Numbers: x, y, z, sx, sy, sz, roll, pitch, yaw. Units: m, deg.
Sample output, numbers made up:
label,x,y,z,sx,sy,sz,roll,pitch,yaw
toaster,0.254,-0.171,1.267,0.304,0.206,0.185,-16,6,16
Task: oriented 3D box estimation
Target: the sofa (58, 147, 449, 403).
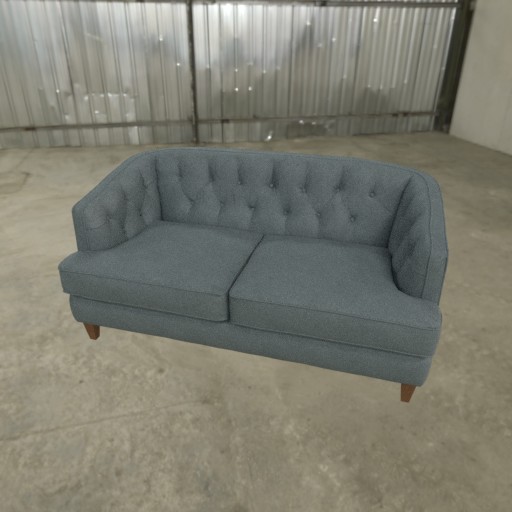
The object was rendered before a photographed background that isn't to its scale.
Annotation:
label,x,y,z,sx,sy,sz,roll,pitch,yaw
sofa,0.000,0.000,2.268,1.733,0.855,0.941,8,29,14
